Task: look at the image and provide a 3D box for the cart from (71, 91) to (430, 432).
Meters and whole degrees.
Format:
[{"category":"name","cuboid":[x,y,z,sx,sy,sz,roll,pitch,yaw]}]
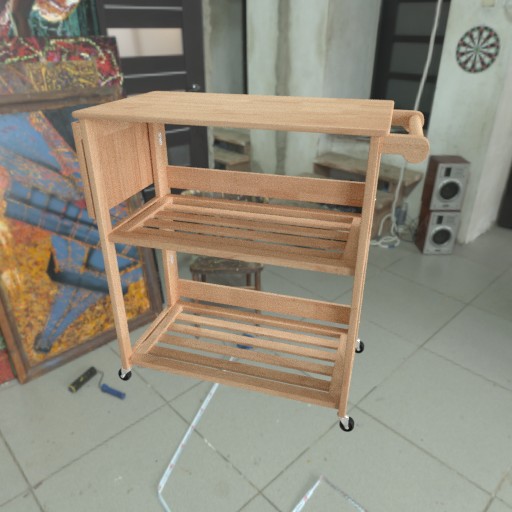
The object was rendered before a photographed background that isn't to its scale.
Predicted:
[{"category":"cart","cuboid":[0.000,0.000,1.358,0.853,0.879,0.432,8,28,15]}]
